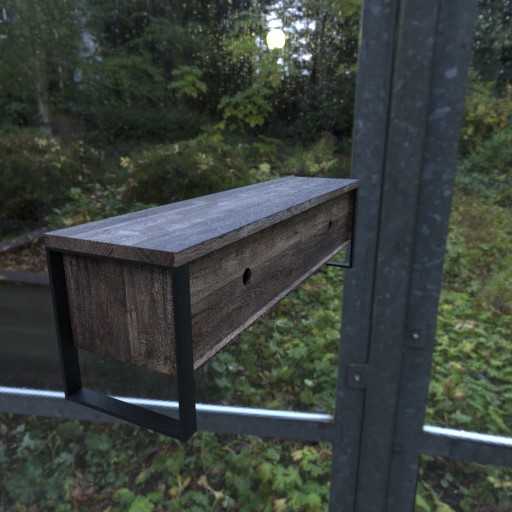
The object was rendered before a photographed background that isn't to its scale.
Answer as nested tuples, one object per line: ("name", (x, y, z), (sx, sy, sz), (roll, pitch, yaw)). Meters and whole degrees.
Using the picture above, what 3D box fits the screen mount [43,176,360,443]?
("screen mount", (0.000, 0.000, 1.689), (0.395, 0.450, 1.524), (8, 17, 25))
